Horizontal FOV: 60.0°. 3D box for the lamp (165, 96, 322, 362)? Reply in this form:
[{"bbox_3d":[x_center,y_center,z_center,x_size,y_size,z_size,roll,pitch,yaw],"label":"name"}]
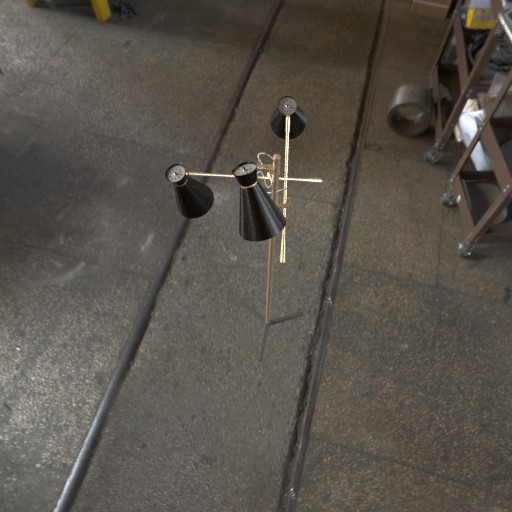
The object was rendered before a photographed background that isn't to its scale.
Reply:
[{"bbox_3d":[0.000,0.000,2.161,0.653,1.804,0.750,-16,60,-10],"label":"lamp"}]
